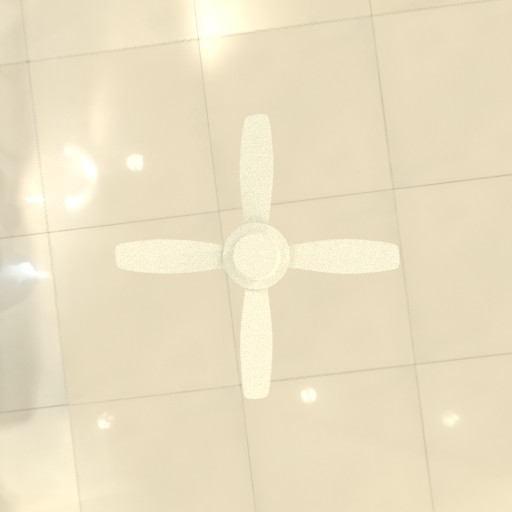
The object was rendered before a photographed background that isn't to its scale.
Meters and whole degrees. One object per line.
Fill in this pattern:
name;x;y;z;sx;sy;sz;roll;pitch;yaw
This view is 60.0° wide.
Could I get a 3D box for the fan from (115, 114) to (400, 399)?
fan;0.000;0.000;2.542;1.693;0.382;1.694;0;89;1
